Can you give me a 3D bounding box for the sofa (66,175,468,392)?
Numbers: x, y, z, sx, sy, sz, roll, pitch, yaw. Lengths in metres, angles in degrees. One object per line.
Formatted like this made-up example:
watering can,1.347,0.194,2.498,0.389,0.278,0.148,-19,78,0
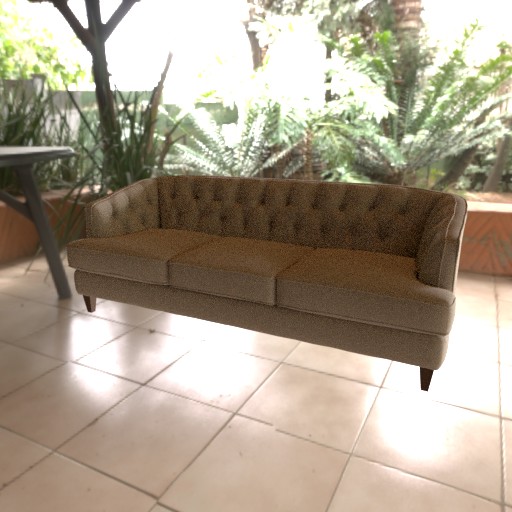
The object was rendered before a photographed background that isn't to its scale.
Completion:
sofa,0.000,0.000,2.708,2.278,0.855,0.941,8,17,25
